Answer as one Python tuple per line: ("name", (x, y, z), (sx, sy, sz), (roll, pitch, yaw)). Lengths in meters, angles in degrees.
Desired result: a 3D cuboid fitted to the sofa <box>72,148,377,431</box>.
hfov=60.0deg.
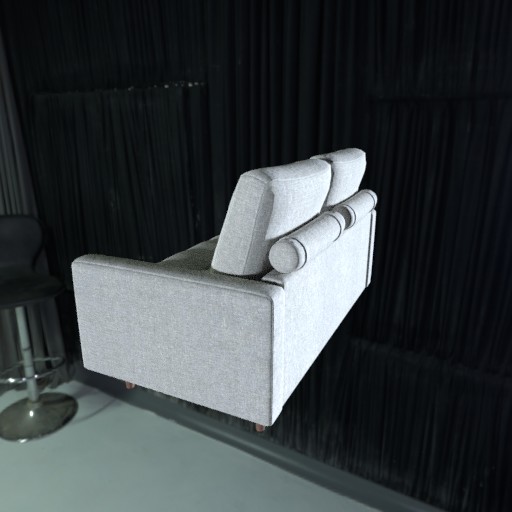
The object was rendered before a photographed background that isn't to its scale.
("sofa", (0.000, 0.000, 2.018), (0.842, 0.907, 1.407), (8, 19, 25))
